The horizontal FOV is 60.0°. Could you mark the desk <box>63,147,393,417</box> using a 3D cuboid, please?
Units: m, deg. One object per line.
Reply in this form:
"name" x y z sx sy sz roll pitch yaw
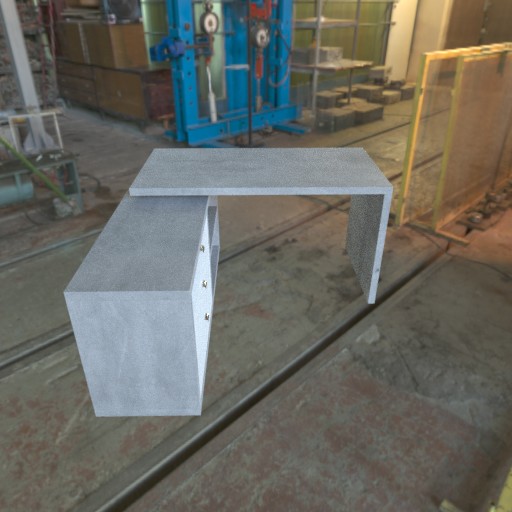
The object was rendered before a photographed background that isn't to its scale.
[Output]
"desk" 0.000 0.000 2.385 1.400 0.740 1.500 0 30 -1
